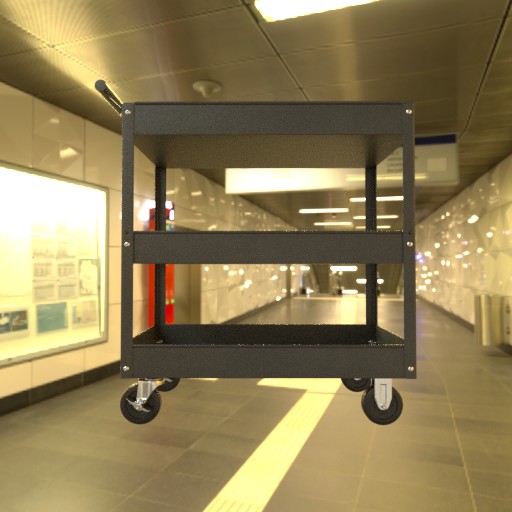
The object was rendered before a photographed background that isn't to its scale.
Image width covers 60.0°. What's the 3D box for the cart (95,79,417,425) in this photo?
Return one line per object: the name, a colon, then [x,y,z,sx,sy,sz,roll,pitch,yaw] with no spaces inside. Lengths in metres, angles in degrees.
cart: [0.000,0.000,1.161,0.719,0.780,0.366,0,-1,0]
